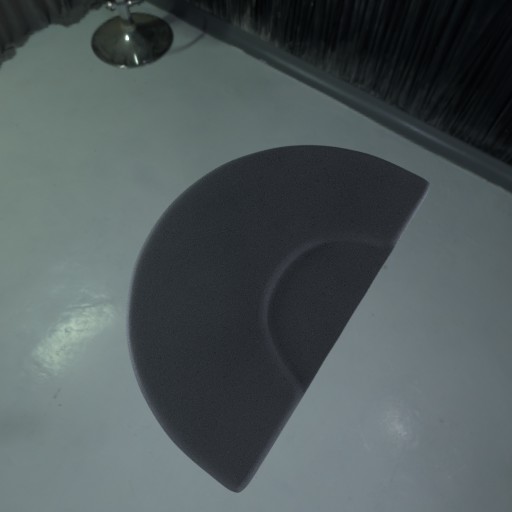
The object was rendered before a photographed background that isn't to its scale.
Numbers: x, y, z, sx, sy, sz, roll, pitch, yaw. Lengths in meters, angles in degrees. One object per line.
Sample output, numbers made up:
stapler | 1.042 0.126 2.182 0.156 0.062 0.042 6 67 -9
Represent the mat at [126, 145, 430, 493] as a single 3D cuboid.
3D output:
mat | 0.000 0.000 1.845 0.917 0.016 1.525 31 68 15
